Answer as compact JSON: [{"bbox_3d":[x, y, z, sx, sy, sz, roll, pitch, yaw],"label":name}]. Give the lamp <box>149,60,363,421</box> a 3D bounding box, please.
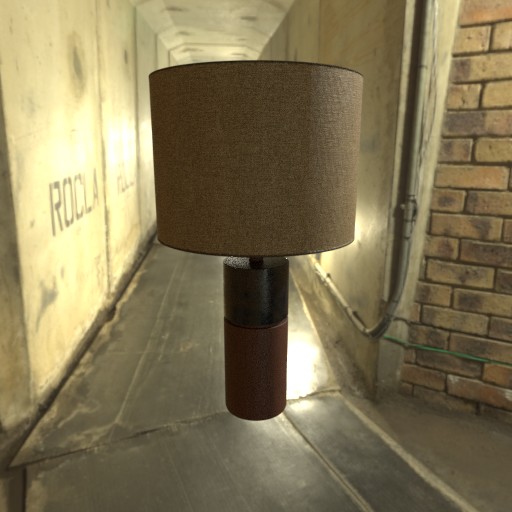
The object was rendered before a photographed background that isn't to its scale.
[{"bbox_3d":[0.000,0.000,0.469,0.202,0.350,0.202,0,14,0],"label":"lamp"}]
